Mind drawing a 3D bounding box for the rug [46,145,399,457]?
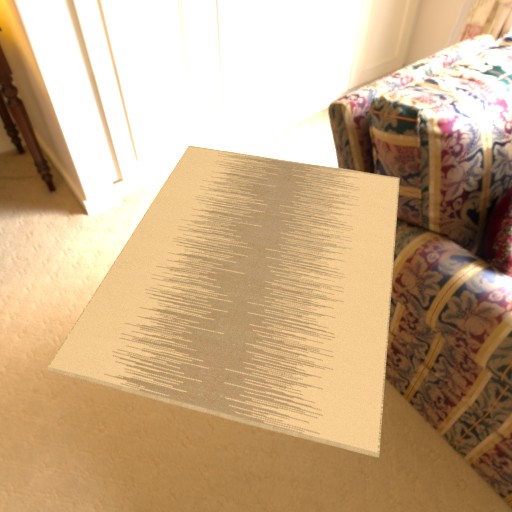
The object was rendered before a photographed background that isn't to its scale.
[{"bbox_3d":[0.000,0.000,4.078,2.453,0.010,3.037,11,49,10],"label":"rug"}]
